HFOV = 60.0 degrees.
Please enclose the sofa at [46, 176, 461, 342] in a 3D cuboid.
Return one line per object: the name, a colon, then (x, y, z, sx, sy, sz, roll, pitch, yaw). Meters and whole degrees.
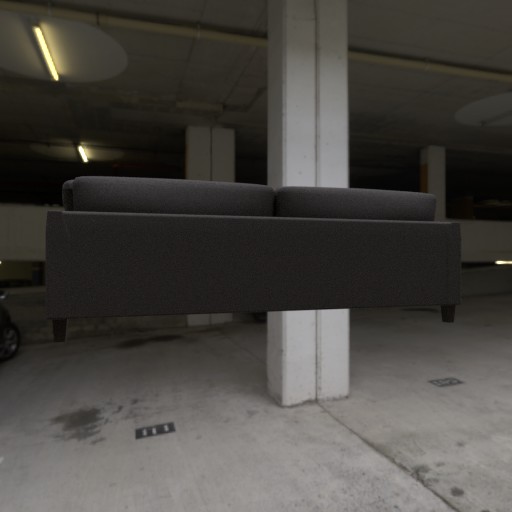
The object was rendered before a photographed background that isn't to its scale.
sofa: (0.000, 0.000, 2.762, 2.312, 0.792, 0.969, 0, 0, -17)
